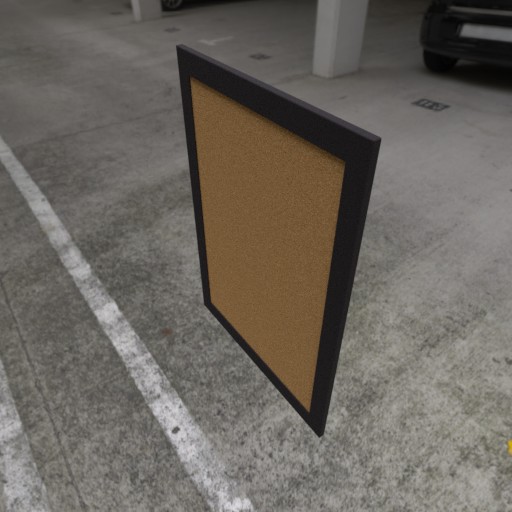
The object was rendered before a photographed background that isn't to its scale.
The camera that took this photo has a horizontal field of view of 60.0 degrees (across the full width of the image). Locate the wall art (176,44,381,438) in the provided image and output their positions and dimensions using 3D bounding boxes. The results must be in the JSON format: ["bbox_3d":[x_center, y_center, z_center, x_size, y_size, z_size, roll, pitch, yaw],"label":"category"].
[{"bbox_3d":[0.000,0.000,0.683,0.012,0.529,0.374,-25,46,-27],"label":"wall art"}]
